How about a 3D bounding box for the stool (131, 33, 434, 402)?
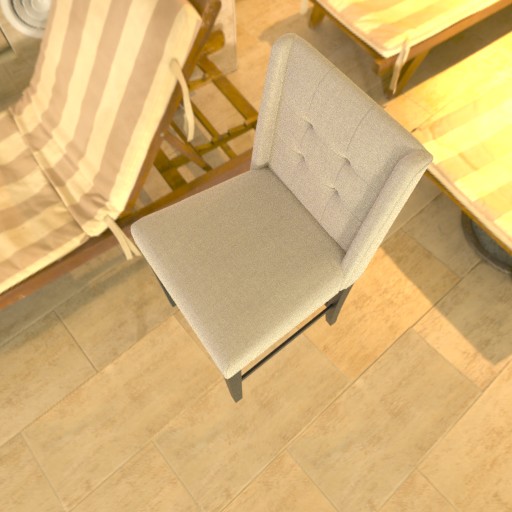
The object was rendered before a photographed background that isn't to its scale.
[{"bbox_3d":[0.000,0.000,1.232,0.509,0.939,0.474,-32,67,-15],"label":"stool"}]
